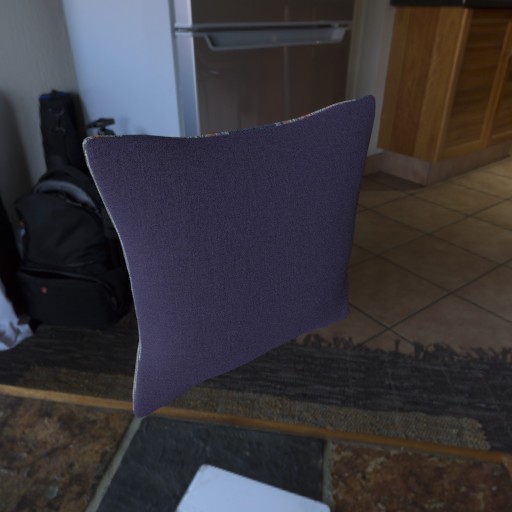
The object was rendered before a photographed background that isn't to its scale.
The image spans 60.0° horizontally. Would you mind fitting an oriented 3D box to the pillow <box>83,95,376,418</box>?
[{"bbox_3d":[0.000,0.000,0.660,0.437,0.419,0.136,-19,35,-29],"label":"pillow"}]
